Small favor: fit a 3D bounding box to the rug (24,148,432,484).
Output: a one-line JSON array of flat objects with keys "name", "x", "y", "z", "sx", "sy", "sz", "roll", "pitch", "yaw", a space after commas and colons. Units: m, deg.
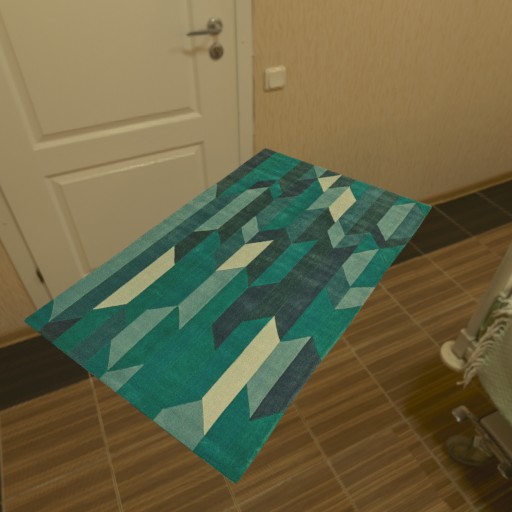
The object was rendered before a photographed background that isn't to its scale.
[{"name": "rug", "x": 0.000, "y": 0.000, "z": 2.917, "sx": 1.528, "sy": 0.005, "sz": 2.420, "roll": 26, "pitch": 48, "yaw": 25}]
